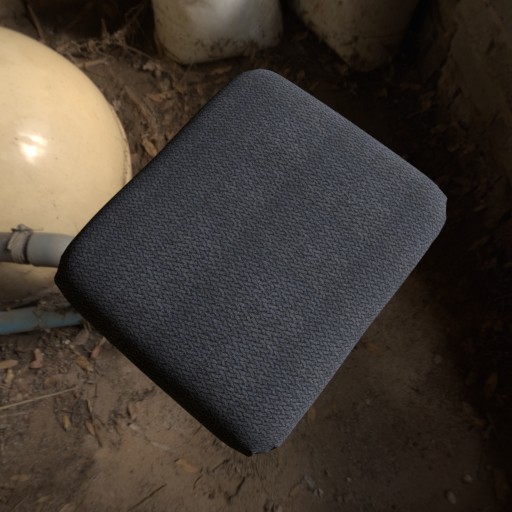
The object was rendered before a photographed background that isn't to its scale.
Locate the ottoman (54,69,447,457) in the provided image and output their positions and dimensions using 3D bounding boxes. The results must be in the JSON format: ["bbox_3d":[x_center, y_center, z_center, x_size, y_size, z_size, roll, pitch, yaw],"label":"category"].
[{"bbox_3d":[0.000,0.000,1.120,0.622,0.450,0.747,38,77,10],"label":"ottoman"}]
